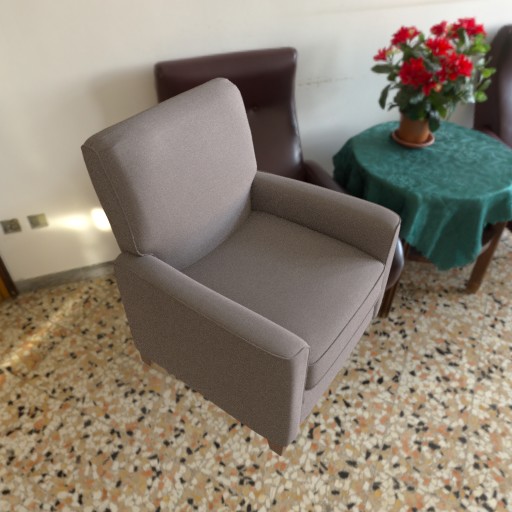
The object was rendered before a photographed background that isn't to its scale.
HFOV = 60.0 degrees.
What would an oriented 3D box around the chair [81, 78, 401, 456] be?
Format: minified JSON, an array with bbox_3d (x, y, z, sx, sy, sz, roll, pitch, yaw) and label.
[{"bbox_3d":[0.000,0.000,1.666,0.859,1.023,0.845,25,47,26],"label":"chair"}]
